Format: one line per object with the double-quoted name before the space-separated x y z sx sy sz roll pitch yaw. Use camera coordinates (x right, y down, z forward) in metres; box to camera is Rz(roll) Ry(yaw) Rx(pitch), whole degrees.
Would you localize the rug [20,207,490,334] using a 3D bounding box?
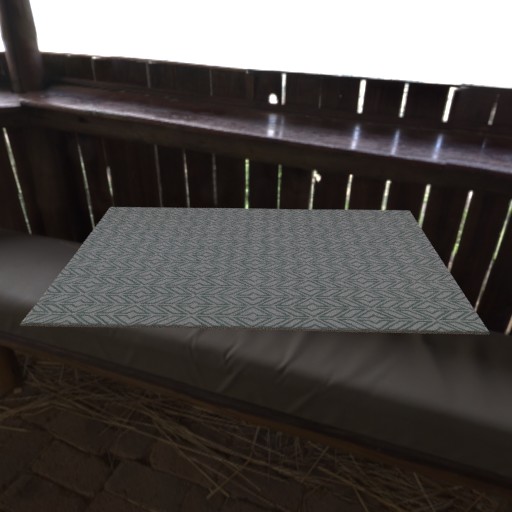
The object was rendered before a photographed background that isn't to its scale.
"rug" 0.000 0.000 2.948 2.435 0.011 1.517 1 30 1
